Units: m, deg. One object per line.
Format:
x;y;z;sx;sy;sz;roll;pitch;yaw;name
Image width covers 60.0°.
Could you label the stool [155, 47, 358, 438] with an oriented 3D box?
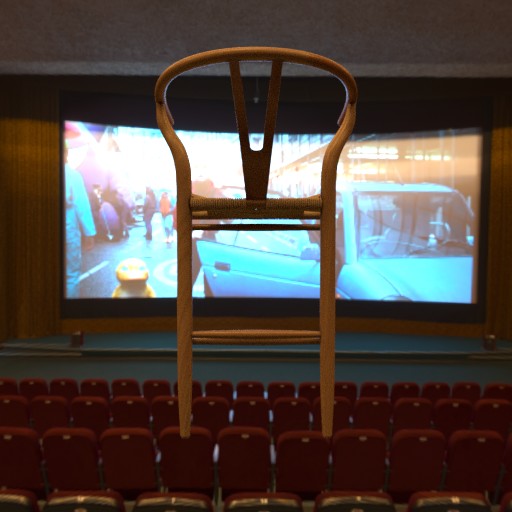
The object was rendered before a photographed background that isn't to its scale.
0.000;0.000;1.252;0.536;0.923;0.575;0;1;0;stool
